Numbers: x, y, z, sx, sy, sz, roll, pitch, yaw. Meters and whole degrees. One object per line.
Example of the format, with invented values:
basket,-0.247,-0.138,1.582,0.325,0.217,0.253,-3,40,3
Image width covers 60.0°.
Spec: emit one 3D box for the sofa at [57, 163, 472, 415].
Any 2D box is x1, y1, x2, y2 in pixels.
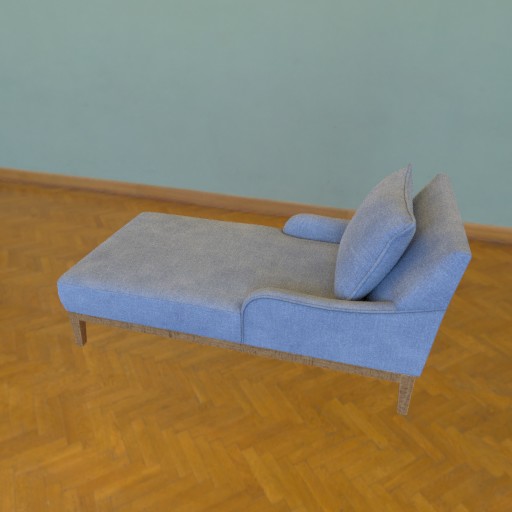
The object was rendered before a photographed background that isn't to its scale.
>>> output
sofa,0.000,0.000,2.266,1.779,0.883,0.904,8,30,14
